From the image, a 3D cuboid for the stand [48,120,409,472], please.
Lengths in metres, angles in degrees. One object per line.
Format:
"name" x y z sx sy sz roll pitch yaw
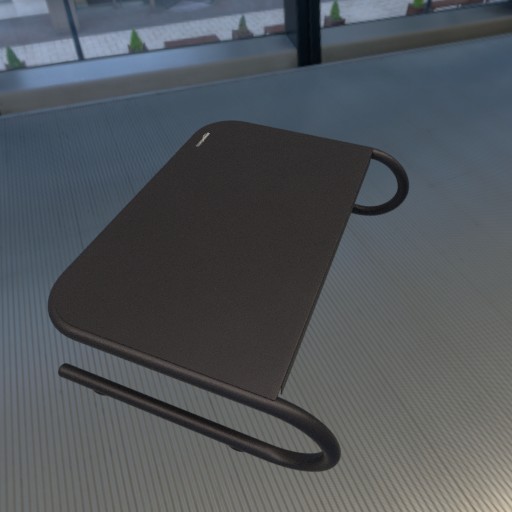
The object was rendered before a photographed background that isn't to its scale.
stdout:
"stand" 0.000 0.000 0.491 0.280 0.108 0.370 16 48 15
